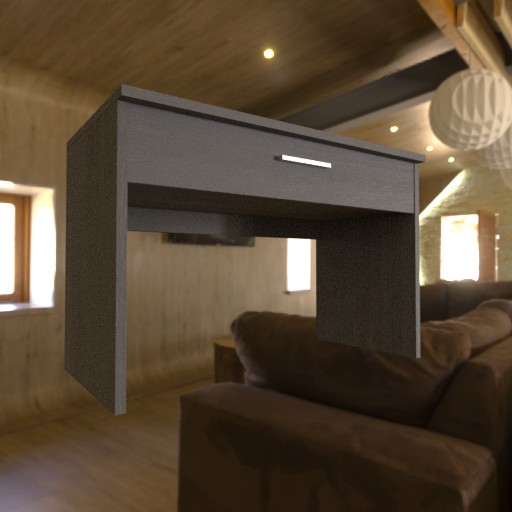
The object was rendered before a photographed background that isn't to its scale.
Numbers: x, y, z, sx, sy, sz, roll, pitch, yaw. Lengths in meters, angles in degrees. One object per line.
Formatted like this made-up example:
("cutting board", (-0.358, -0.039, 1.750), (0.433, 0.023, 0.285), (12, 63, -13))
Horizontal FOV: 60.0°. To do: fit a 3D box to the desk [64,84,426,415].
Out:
("desk", (0.000, 0.000, 1.504), (1.099, 0.729, 0.557), (1, -2, -35))
